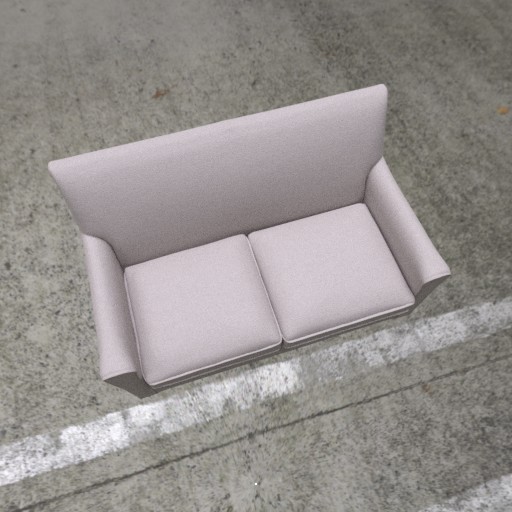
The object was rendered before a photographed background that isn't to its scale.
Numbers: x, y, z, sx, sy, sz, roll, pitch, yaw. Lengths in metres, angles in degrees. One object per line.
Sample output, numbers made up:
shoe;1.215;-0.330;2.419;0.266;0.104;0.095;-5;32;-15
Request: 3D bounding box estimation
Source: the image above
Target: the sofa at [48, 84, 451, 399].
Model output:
sofa;0.000;0.000;2.072;1.482;0.890;0.888;-16;64;-8
